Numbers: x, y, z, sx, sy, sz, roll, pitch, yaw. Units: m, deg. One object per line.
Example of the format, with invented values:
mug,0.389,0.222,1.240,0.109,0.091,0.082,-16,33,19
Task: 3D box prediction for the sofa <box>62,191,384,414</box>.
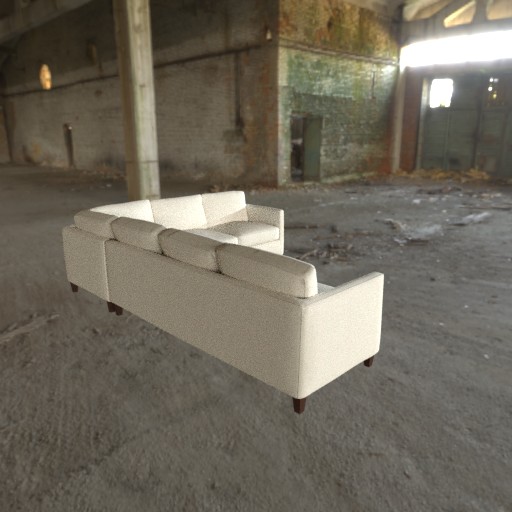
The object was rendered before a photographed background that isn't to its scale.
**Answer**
sofa,0.000,0.000,4.509,3.302,0.947,2.593,14,20,43
